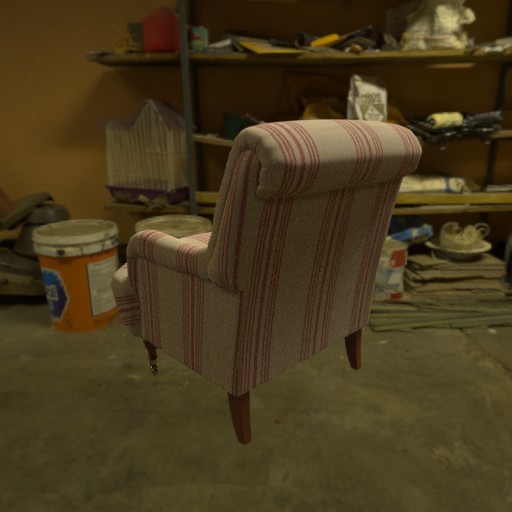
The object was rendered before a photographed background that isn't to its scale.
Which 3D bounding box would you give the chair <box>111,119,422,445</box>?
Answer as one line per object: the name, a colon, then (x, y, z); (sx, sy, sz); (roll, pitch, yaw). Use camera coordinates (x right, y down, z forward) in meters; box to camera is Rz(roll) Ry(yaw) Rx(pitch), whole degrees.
chair: (0.000, 0.000, 1.921); (0.933, 1.123, 1.058); (-16, 22, -42)
